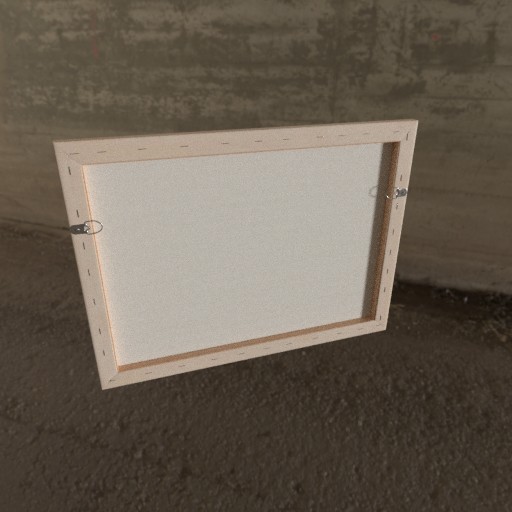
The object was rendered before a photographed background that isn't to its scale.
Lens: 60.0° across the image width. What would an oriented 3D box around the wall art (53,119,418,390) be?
[{"bbox_3d":[0.000,0.000,1.634,1.219,0.912,0.042,-8,27,-16],"label":"wall art"}]
